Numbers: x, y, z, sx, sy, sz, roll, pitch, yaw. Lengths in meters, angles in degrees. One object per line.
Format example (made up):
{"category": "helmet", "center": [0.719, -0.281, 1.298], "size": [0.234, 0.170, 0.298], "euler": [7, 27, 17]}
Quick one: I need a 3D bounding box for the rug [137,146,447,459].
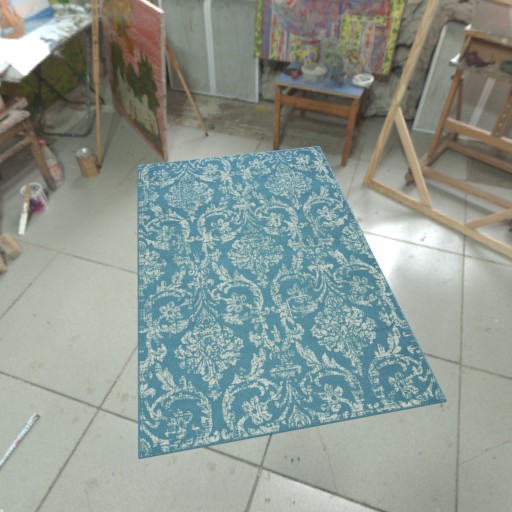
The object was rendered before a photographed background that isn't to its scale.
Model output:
{"category": "rug", "center": [0.000, 0.000, 3.453], "size": [1.816, 0.018, 2.746], "euler": [-8, 48, -7]}
